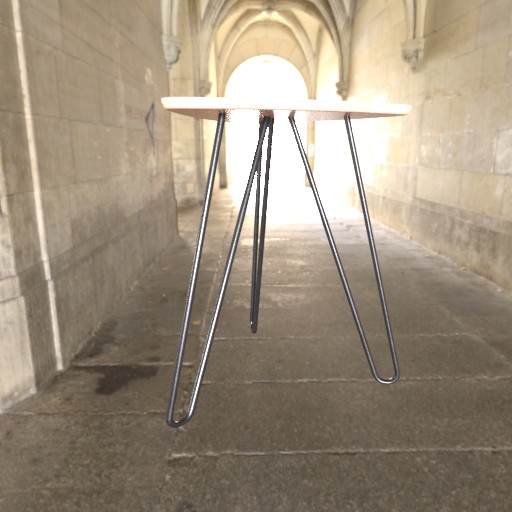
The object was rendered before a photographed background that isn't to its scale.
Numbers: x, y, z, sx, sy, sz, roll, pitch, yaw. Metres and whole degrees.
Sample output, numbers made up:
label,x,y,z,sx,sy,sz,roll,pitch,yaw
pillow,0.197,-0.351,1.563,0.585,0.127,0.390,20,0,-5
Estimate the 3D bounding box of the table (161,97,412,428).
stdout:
label,x,y,z,sx,sy,sz,roll,pitch,yaw
table,0.000,0.000,0.878,0.442,0.564,0.455,13,18,43
